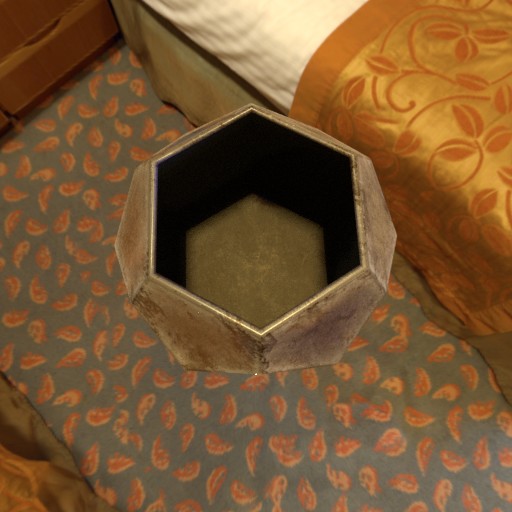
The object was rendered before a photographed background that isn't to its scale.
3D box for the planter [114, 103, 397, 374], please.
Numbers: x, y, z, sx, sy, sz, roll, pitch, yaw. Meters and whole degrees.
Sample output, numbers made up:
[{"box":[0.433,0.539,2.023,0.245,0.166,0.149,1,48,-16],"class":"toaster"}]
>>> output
[{"box":[0.000,0.000,0.429,0.243,0.238,0.221,-2,75,-1],"class":"planter"}]
